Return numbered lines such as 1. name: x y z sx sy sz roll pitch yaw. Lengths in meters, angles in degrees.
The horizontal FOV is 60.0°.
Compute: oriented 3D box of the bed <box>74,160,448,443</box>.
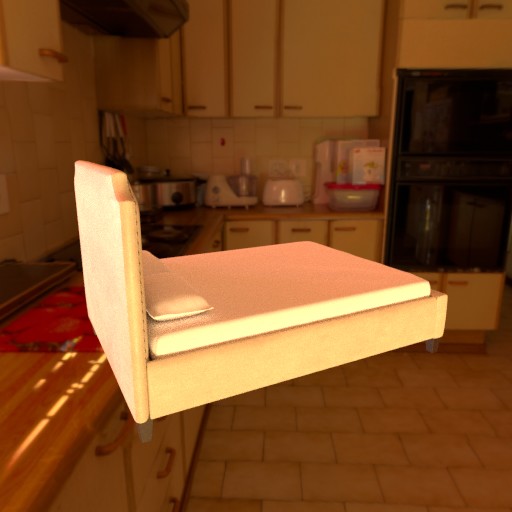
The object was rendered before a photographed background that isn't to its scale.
1. bed: 0.000 0.000 3.416 2.372 1.443 1.712 -8 16 -27
